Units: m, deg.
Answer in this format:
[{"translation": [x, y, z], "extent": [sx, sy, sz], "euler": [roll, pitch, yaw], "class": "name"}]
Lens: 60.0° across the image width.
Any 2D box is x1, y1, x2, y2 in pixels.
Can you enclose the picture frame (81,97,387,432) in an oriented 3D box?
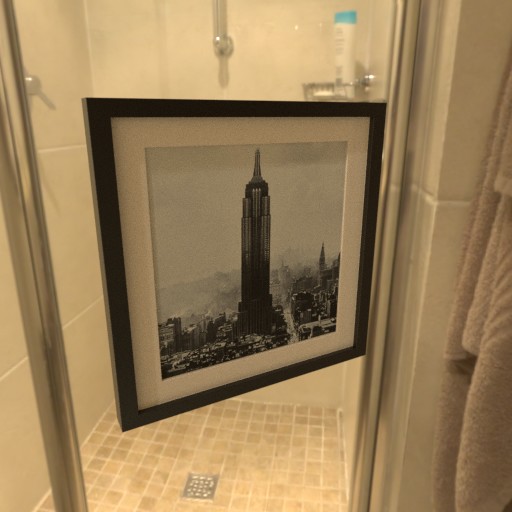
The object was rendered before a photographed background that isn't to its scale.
[{"translation": [0.000, 0.000, 0.534], "extent": [0.355, 0.353, 0.029], "euler": [-9, 20, -27], "class": "picture frame"}]
